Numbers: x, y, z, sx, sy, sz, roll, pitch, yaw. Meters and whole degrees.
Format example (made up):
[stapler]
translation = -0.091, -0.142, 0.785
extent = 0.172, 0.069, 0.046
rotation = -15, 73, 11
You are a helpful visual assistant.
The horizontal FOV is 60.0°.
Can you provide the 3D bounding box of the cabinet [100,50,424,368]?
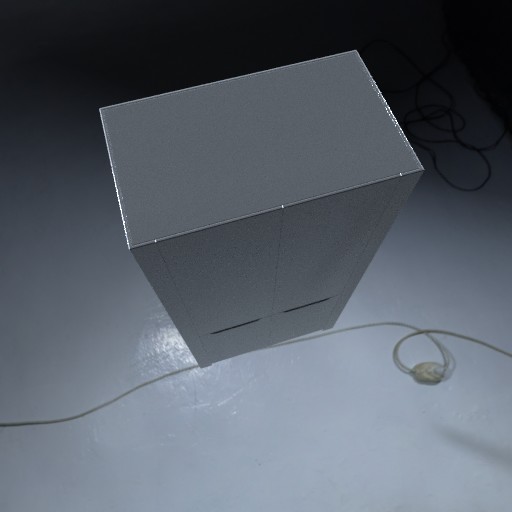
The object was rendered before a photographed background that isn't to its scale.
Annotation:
[cabinet]
translation = 0.000, 0.000, 2.384
extent = 0.980, 1.920, 0.580
rotation = -16, 66, -7
